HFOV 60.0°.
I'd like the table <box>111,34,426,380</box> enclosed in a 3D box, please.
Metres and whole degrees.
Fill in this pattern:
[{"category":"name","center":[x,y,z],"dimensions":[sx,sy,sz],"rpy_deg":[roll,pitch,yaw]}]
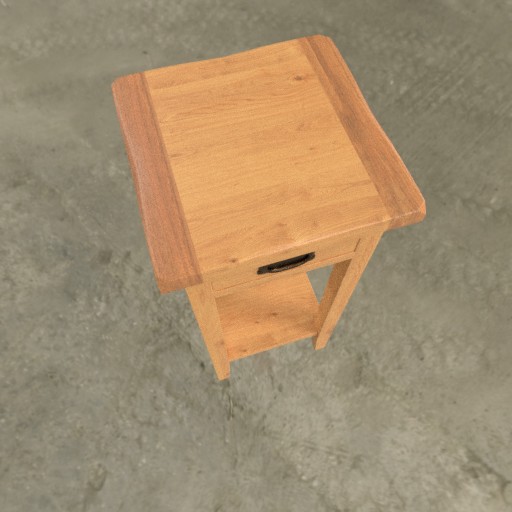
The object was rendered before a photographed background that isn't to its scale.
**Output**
[{"category":"table","center":[0.000,0.000,0.957],"dimensions":[0.360,0.740,0.360],"rpy_deg":[-16,64,-8]}]
